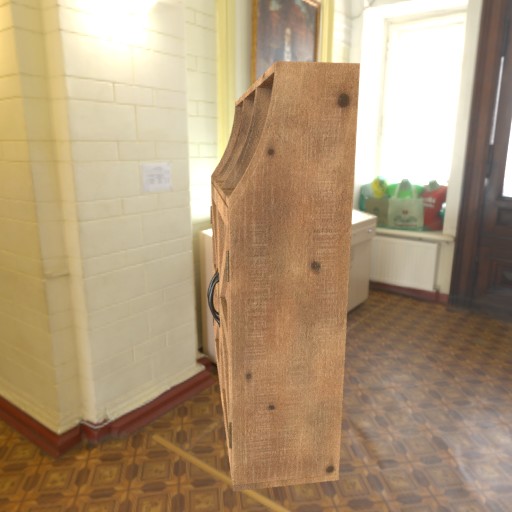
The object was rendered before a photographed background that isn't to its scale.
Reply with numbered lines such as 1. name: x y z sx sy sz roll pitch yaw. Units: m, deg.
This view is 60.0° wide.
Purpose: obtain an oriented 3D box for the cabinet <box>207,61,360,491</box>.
1. cabinet: 0.000 0.000 0.827 0.184 0.590 0.489 -2 14 -8
